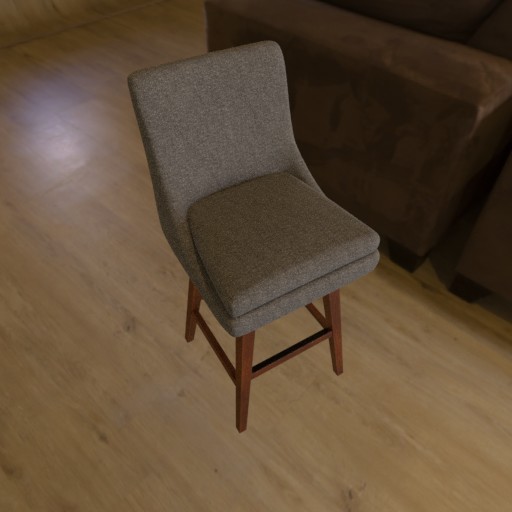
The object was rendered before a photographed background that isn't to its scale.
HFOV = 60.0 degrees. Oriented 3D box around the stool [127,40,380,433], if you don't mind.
[{"bbox_3d":[0.000,0.000,1.393,0.489,1.068,0.572,-23,50,-21],"label":"stool"}]
